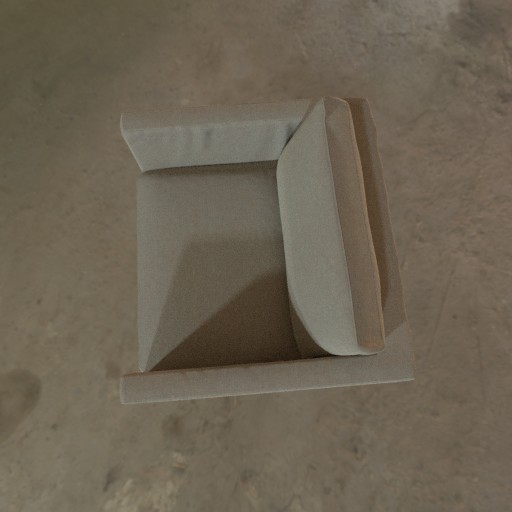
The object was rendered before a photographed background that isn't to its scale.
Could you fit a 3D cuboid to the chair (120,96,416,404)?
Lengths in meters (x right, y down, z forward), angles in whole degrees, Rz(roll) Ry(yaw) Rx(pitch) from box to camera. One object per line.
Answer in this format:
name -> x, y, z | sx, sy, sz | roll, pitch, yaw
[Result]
chair -> 0.000, 0.000, 1.749 | 0.949, 0.863, 1.057 | -4, 74, -1
